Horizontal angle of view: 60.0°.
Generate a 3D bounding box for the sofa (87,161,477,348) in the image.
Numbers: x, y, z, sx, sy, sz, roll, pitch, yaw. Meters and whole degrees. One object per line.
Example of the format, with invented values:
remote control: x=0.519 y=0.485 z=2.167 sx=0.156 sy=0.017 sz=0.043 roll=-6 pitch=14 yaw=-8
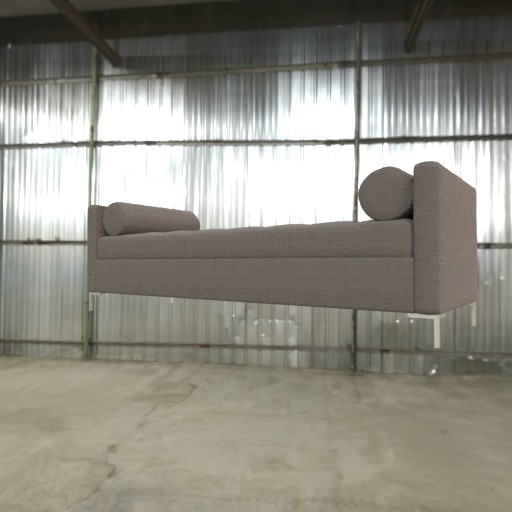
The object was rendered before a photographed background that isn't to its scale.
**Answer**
sofa: x=0.000 y=0.000 z=2.308 sx=1.981 sy=0.635 sz=0.686 roll=-1 pitch=-1 yaw=36
